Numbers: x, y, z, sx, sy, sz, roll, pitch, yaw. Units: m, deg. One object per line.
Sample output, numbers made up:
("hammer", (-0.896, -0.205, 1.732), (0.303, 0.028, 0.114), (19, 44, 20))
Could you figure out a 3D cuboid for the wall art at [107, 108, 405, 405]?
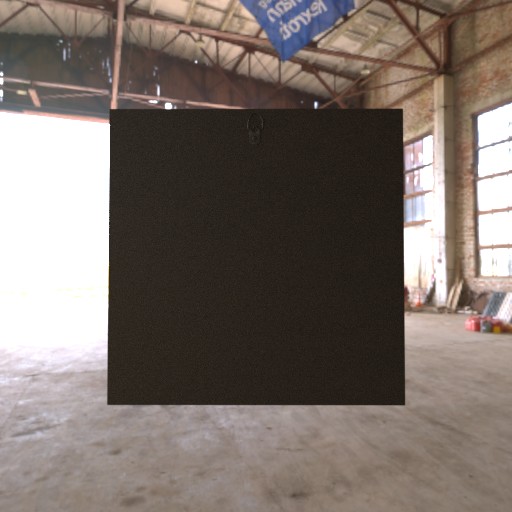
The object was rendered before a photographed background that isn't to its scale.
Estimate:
("wall art", (0.000, 0.000, 1.218), (0.805, 0.807, 0.043), (0, -1, 0))
